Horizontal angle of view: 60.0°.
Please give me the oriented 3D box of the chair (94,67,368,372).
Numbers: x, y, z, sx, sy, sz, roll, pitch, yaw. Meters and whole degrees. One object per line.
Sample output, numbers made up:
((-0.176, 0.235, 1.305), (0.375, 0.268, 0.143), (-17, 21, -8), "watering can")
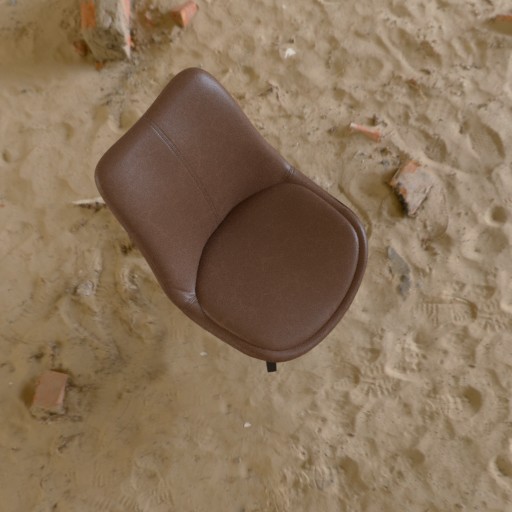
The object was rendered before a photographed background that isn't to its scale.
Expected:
((0.000, 0.000, 1.188), (0.550, 0.850, 0.475), (35, 78, 9), "chair")
